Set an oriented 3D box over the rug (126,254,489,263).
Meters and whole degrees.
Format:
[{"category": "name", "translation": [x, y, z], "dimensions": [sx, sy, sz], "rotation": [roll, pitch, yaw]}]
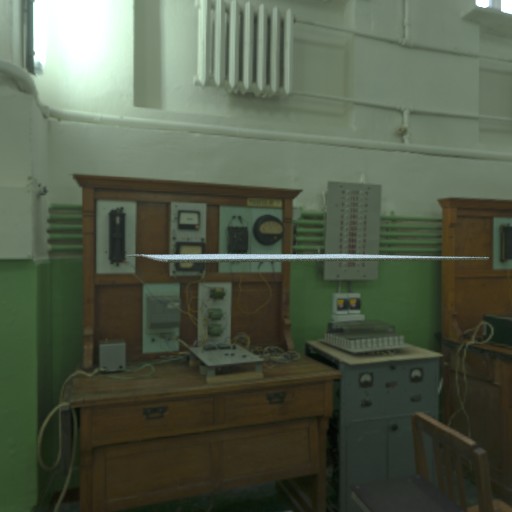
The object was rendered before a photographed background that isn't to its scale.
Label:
[{"category": "rug", "translation": [0.000, 0.000, 2.285], "dimensions": [1.179, 0.022, 1.820], "rotation": [0, 1, -20]}]
